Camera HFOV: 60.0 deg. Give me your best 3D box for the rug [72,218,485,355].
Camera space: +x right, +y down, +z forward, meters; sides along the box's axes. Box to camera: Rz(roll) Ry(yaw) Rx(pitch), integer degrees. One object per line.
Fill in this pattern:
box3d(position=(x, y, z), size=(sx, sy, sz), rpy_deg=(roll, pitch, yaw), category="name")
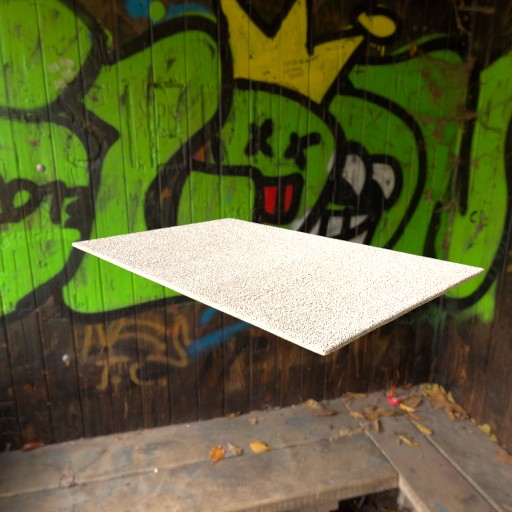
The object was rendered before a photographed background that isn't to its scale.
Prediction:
box3d(position=(0.000, 0.000, 3.434), size=(1.778, 0.030, 2.743), rpy_deg=(-14, 20, -41), category="rug")
